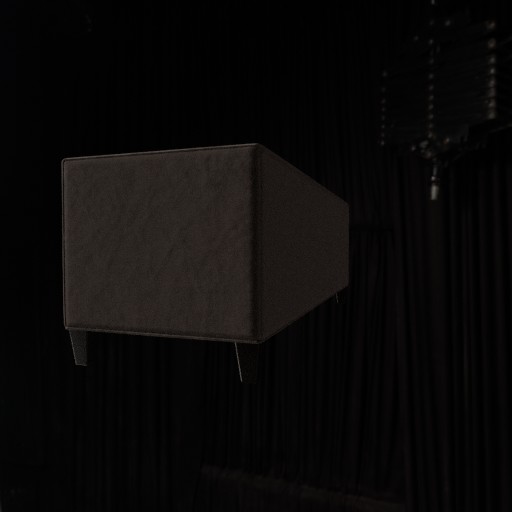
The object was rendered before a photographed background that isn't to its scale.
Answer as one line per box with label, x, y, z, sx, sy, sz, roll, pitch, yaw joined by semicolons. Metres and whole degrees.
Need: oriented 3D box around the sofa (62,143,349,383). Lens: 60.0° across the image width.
sofa;0.000;0.000;2.520;0.775;0.762;2.159;0;1;19
